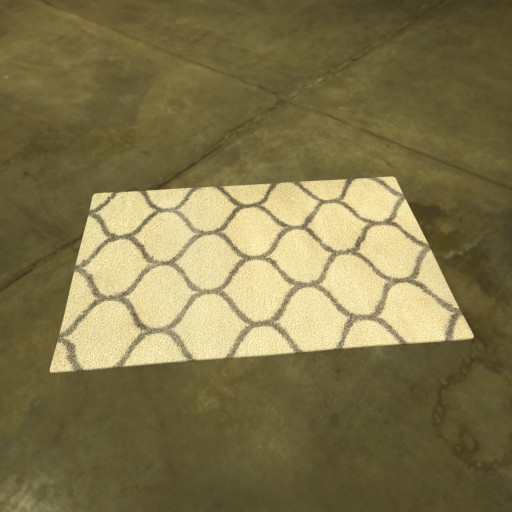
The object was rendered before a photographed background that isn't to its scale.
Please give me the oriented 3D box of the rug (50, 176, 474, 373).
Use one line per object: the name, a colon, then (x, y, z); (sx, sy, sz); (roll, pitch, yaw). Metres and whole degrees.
rug: (0.000, 0.000, 2.941); (2.348, 0.024, 1.501); (-4, 47, -4)
